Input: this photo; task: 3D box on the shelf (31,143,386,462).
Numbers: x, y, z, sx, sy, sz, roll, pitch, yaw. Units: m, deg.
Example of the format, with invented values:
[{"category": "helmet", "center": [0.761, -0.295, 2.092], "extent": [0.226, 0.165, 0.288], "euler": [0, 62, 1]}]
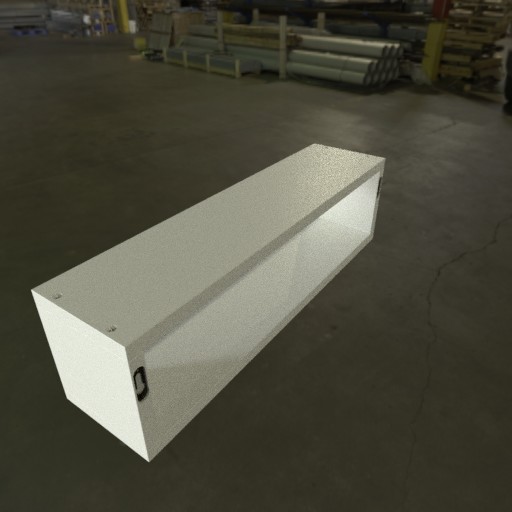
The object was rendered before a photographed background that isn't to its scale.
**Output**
[{"category": "shelf", "center": [0.000, 0.000, 0.688], "extent": [0.150, 0.170, 0.610], "euler": [21, 38, 30]}]
